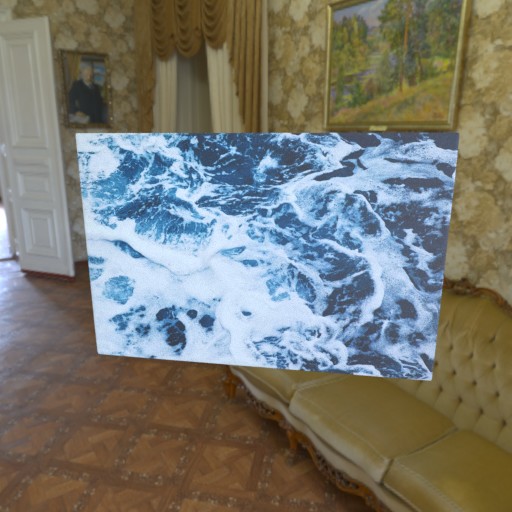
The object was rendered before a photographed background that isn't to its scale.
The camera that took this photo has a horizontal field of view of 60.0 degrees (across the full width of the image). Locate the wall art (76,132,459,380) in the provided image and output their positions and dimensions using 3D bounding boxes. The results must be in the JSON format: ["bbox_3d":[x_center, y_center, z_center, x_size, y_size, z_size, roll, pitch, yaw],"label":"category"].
[{"bbox_3d":[0.000,0.000,1.142,0.915,0.610,0.042,2,15,9],"label":"wall art"}]
